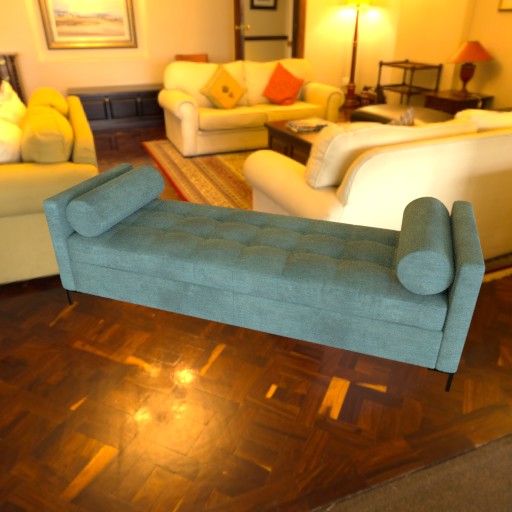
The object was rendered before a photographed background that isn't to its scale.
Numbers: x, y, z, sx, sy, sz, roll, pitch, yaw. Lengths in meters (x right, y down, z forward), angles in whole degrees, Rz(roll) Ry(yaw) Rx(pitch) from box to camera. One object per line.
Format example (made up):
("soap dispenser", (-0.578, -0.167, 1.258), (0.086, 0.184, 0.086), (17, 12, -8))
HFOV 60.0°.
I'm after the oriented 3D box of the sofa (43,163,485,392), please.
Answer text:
("sofa", (0.000, 0.000, 2.292), (1.981, 0.635, 0.686), (9, 30, 17))
